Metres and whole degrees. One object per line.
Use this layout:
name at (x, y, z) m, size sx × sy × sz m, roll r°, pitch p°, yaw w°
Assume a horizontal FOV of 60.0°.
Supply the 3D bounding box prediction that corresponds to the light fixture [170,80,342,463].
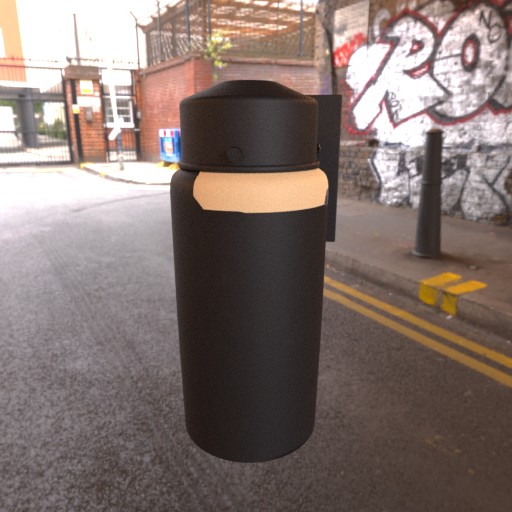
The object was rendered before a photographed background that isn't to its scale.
light fixture at (0.000, 0.000, 0.360) m, size 0.130 × 0.257 × 0.176 m, roll 2°, pitch 16°, yaw 8°
